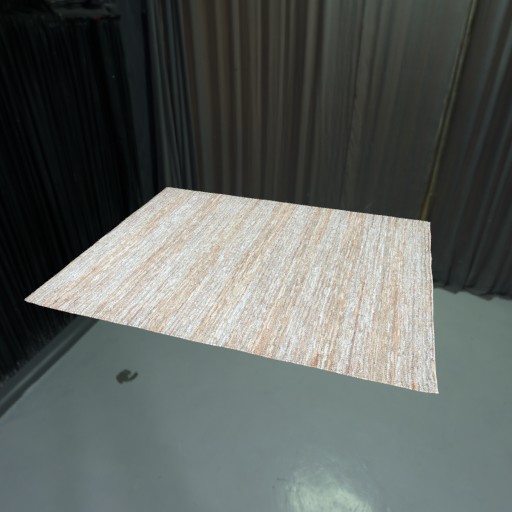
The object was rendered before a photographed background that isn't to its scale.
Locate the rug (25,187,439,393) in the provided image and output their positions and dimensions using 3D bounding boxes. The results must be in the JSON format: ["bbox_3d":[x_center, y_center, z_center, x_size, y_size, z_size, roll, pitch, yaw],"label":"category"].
[{"bbox_3d":[0.000,0.000,3.864,2.939,0.009,2.313,9,33,15],"label":"rug"}]
